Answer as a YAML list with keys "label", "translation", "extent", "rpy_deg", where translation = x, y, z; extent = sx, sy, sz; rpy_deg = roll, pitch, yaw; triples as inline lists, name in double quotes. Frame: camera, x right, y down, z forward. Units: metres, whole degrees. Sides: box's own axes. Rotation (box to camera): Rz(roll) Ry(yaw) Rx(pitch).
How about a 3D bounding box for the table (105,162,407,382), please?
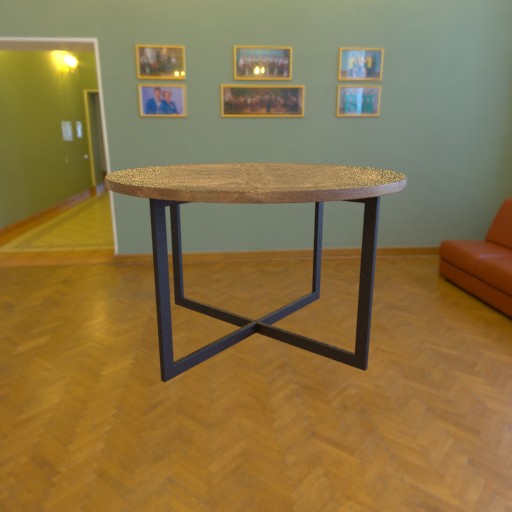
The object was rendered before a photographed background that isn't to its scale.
- label: "table"
  translation: [0.000, 0.000, 2.050]
  extent: [1.264, 0.762, 1.264]
  rpy_deg: [0, 16, 0]
